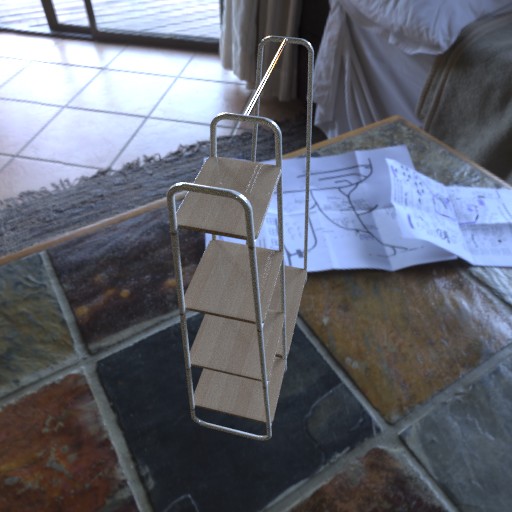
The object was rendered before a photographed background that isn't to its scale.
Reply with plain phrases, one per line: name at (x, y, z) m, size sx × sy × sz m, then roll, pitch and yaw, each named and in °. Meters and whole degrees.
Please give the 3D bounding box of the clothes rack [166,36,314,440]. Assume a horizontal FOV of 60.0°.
clothes rack at (0.000, 0.000, 1.965) m, size 0.400 × 1.500 × 1.011 m, roll 10°, pitch 47°, yaw 10°
